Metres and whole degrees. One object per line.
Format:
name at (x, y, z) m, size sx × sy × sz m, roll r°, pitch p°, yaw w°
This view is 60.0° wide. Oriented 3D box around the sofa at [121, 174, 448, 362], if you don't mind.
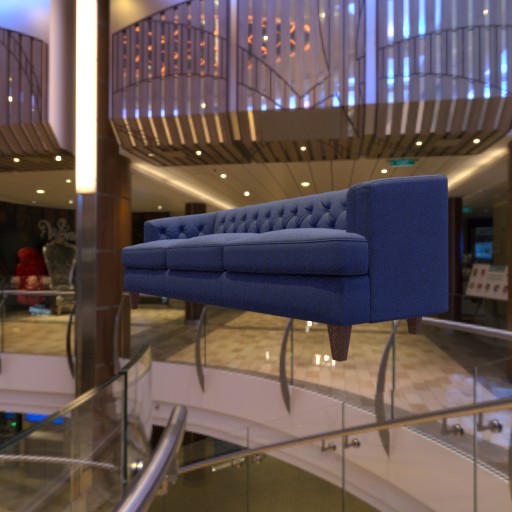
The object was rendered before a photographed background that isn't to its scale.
sofa at (0.000, 0.000, 2.706) m, size 0.914 × 0.787 × 2.235 m, roll 0°, pitch -1°, yaw -36°
